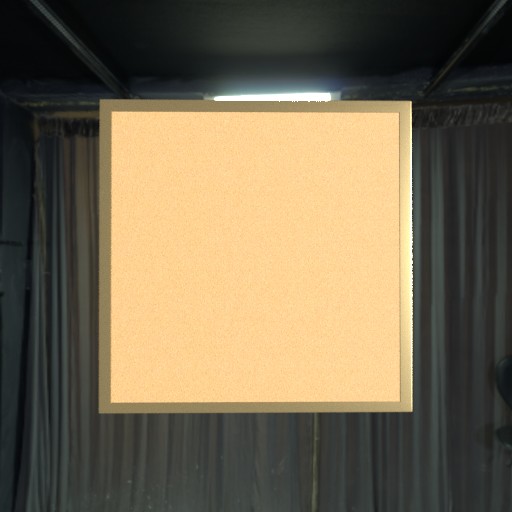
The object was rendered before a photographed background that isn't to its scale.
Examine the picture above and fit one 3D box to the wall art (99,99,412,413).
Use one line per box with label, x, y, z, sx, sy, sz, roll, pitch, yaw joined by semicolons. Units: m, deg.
wall art;0.000;0.000;0.444;0.305;0.305;0.023;0;-1;-1
